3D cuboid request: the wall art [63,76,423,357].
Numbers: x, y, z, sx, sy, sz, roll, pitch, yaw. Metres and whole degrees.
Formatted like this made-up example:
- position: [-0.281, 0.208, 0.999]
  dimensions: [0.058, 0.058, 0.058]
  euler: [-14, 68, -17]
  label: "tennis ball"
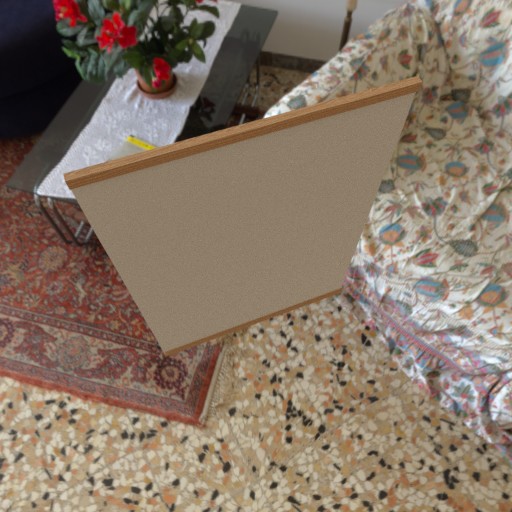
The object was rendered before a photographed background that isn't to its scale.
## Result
- position: [0.000, 0.000, 1.301]
  dimensions: [0.739, 1.016, 0.020]
  euler: [-19, 61, -10]
  label: "wall art"
